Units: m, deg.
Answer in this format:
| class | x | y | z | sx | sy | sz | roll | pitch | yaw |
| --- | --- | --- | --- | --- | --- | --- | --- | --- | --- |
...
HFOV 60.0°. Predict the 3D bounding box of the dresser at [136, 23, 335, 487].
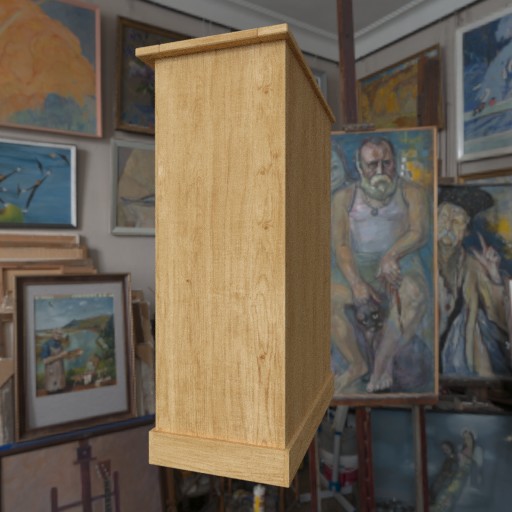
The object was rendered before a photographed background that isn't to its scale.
| class | x | y | z | sx | sy | sz | roll | pitch | yaw |
| --- | --- | --- | --- | --- | --- | --- | --- | --- | --- |
| dresser | 0.000 | 0.000 | 1.736 | 0.485 | 1.300 | 0.915 | 0 | 1 | 18 |
